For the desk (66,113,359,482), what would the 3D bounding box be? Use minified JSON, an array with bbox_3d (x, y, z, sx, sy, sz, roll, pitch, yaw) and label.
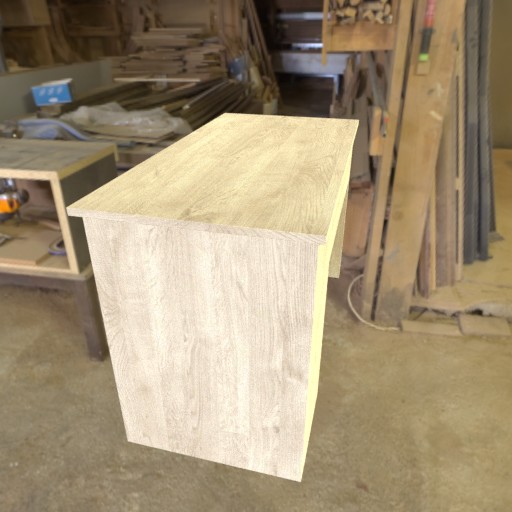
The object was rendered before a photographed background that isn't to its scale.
[{"bbox_3d":[0.000,0.000,1.535,0.560,0.735,1.097,7,29,13],"label":"desk"}]
